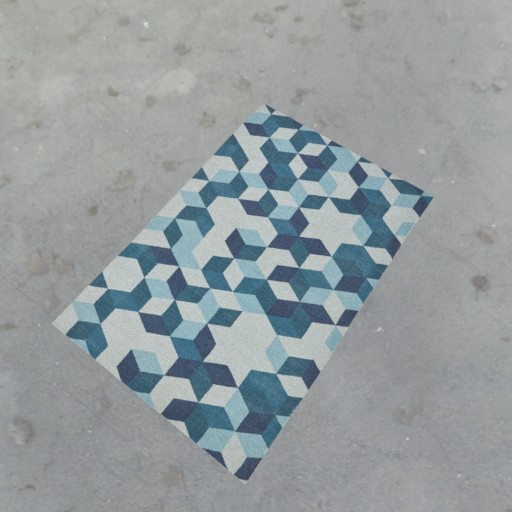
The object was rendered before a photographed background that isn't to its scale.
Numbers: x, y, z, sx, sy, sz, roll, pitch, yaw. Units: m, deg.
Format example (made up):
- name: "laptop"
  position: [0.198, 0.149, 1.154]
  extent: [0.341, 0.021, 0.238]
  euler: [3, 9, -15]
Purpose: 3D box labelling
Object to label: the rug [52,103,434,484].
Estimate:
- name: "rug"
  position: [0.000, 0.000, 2.400]
  extent: [1.235, 0.014, 1.829]
  euler: [33, 69, 15]
